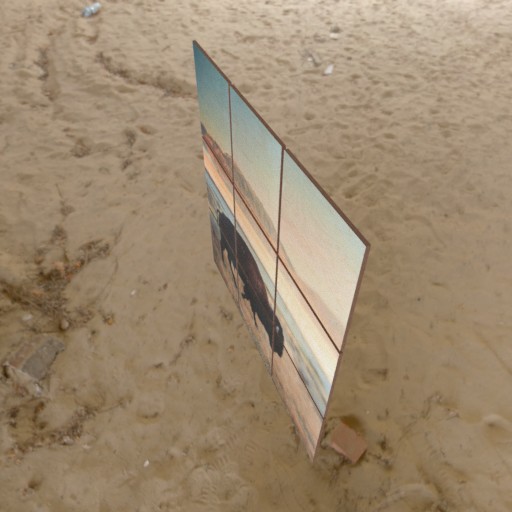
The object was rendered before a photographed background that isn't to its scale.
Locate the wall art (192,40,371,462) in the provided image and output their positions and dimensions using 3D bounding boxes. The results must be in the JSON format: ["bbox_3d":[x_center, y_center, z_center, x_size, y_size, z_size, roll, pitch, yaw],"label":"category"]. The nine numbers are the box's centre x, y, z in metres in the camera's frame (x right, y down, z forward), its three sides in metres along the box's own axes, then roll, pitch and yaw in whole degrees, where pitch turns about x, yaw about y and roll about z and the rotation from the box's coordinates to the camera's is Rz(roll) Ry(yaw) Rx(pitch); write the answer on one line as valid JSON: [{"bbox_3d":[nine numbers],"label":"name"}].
[{"bbox_3d":[0.000,0.000,1.744,0.019,1.218,1.221,-17,48,-16],"label":"wall art"}]
